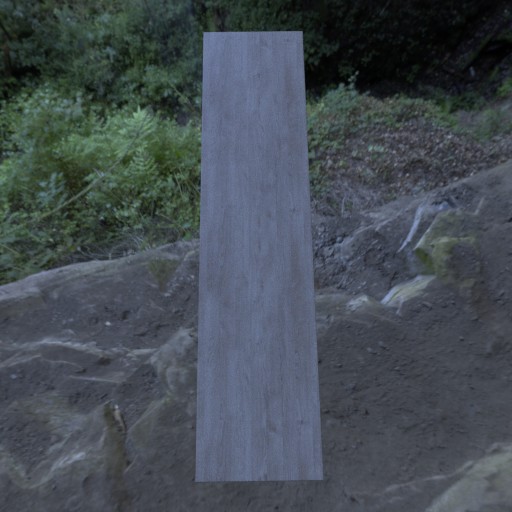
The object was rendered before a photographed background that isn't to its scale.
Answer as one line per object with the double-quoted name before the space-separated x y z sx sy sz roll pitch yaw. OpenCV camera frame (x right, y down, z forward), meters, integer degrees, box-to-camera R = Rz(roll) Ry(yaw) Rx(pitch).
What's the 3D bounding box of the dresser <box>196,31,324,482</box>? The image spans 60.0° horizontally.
"dresser" 0.000 0.000 1.901 0.390 0.795 1.590 -1 76 0
